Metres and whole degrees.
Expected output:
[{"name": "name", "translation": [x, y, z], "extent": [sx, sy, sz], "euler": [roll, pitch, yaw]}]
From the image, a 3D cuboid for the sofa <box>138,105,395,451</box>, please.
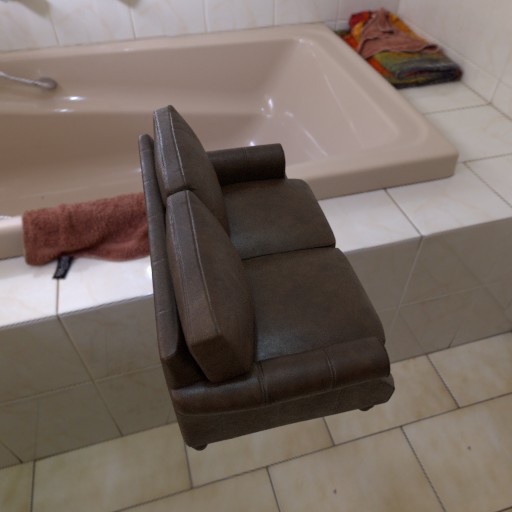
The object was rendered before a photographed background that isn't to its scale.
[{"name": "sofa", "translation": [0.000, 0.000, 2.222], "extent": [0.990, 0.976, 1.616], "euler": [-10, 47, -9]}]
